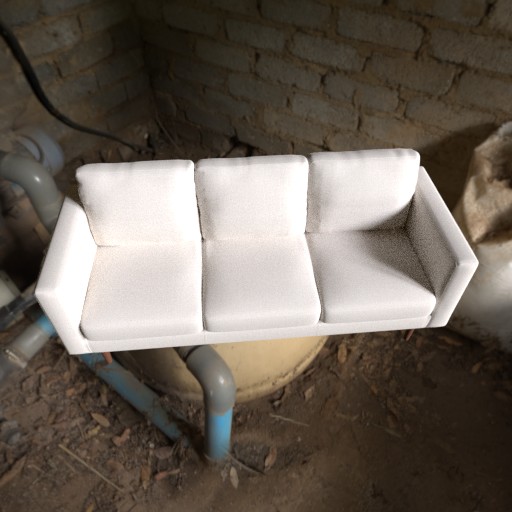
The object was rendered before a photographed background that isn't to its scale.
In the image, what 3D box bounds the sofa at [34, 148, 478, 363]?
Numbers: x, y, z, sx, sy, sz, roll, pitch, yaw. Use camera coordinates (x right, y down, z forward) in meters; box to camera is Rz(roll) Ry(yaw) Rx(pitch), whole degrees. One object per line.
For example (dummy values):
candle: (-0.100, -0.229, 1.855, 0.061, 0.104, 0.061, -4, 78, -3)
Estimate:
sofa: (0.000, 0.000, 2.414, 2.029, 0.912, 0.802, -4, 47, -3)
